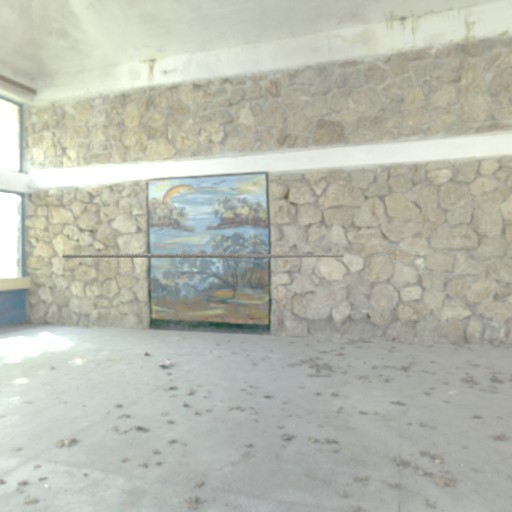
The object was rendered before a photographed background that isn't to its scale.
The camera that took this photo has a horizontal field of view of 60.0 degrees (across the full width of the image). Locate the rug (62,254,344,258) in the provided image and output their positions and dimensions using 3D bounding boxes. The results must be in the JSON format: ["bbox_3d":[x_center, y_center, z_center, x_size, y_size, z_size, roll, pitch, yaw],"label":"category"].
[{"bbox_3d":[0.000,0.000,2.043,0.553,0.012,1.827,0,0,19],"label":"rug"}]
